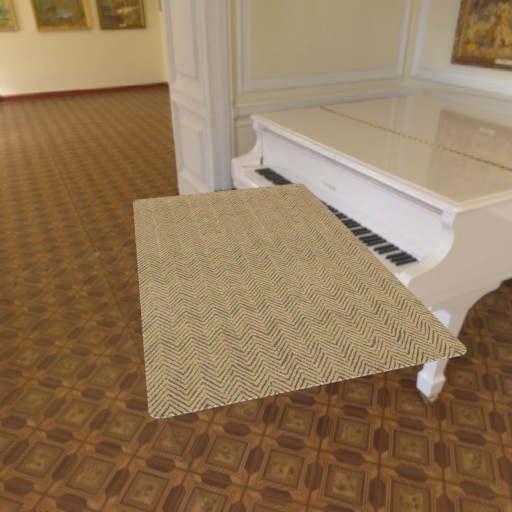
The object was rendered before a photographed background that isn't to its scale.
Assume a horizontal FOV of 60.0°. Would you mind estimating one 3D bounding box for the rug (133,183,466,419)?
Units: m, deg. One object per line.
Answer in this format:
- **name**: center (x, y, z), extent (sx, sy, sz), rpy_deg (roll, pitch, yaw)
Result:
- **rug**: center (0.000, 0.000, 2.210), extent (1.144, 0.008, 1.752), rpy_deg (-8, 31, -13)
